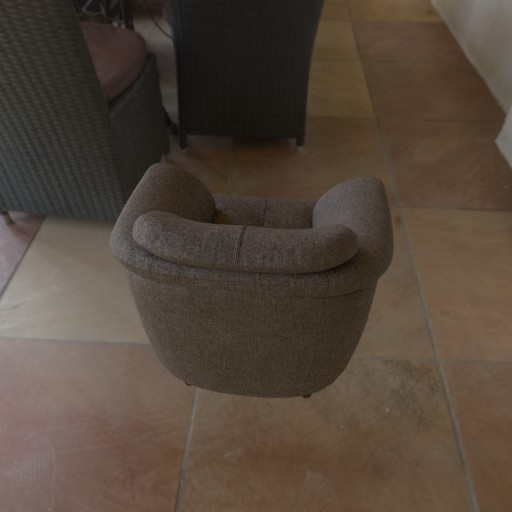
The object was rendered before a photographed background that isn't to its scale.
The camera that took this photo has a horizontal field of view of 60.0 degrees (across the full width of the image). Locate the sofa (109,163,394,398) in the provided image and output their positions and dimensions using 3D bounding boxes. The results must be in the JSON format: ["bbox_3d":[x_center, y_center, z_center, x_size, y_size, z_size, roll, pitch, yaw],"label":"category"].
[{"bbox_3d":[0.000,0.000,1.533,0.870,0.811,0.794,5,46,4],"label":"sofa"}]
